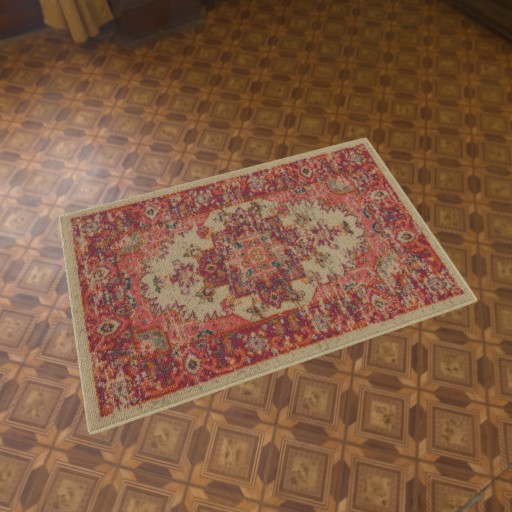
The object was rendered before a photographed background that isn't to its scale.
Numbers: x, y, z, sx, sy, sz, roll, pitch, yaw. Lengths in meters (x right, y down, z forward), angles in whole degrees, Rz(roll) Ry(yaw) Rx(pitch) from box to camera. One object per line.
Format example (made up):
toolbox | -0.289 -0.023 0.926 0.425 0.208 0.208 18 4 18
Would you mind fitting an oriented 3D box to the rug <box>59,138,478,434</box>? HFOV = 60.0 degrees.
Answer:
rug | 0.000 0.000 1.060 0.868 0.004 0.556 -16 59 -10
